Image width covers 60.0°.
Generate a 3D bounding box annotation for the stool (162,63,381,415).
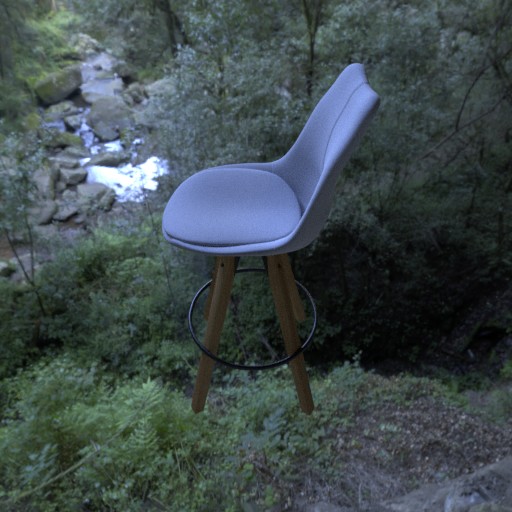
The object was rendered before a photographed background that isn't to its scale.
[{"bbox_3d":[0.000,0.000,1.412,0.550,1.115,0.484,0,41,1],"label":"stool"}]
